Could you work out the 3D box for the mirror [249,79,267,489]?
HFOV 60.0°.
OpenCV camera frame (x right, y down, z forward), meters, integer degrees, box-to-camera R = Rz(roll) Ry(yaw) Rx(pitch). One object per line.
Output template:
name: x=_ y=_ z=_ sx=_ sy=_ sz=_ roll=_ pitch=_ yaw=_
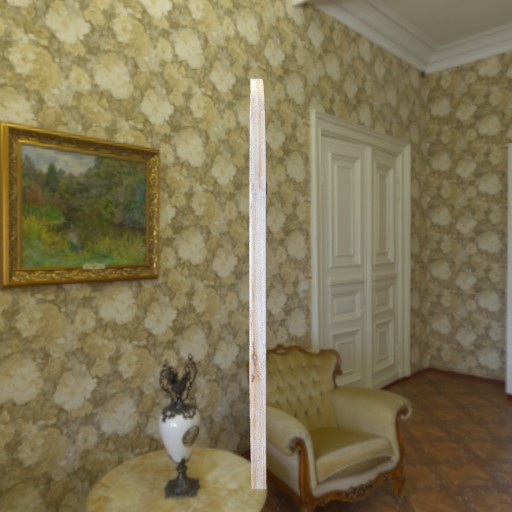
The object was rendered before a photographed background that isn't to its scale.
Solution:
mirror: x=0.000 y=0.000 z=1.206 sx=0.032 sy=0.920 sz=0.660 roll=0 pitch=0 yaw=-1
